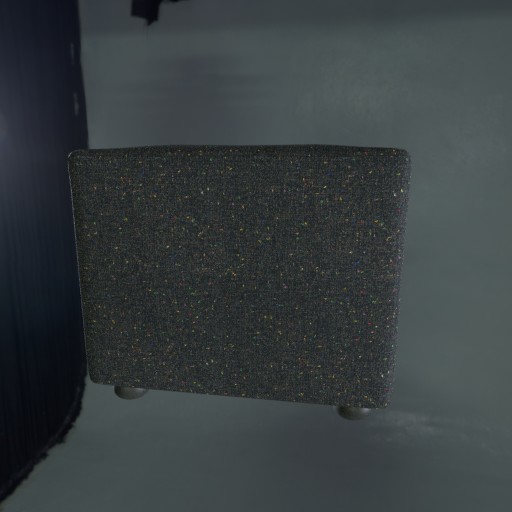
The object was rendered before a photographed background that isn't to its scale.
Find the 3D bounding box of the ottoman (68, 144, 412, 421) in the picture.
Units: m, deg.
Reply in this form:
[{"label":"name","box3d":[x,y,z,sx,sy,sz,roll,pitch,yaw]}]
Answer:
[{"label":"ottoman","box3d":[0.000,0.000,0.892,0.508,0.432,0.508,2,13,9]}]
